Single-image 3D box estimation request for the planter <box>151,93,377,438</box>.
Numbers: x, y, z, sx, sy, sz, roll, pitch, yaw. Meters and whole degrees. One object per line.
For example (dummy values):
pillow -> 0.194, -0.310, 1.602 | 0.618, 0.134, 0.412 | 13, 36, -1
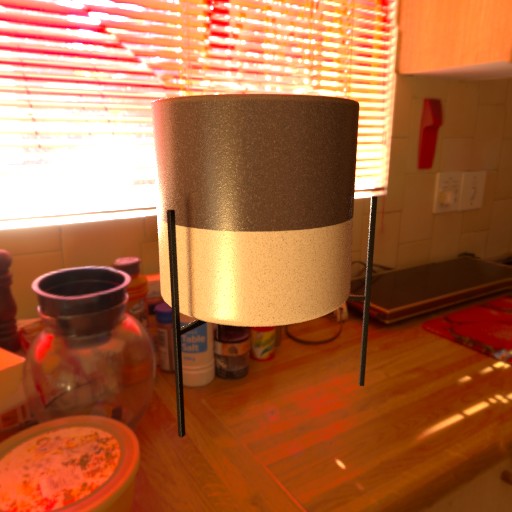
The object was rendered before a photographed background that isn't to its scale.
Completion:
planter -> 0.000, 0.000, 0.536 | 0.250, 0.353, 0.260 | 8, 17, 27
